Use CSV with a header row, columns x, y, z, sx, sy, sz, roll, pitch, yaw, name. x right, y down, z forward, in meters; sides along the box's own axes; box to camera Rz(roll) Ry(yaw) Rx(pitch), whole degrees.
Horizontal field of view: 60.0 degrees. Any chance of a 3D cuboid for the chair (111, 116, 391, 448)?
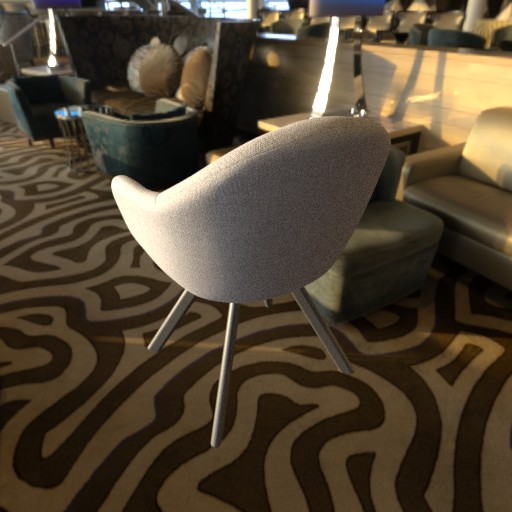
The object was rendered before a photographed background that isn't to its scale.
x,y,z,sx,sy,sz,roll,pitch,yaw,name
0.000,0.000,1.169,0.590,0.795,0.550,-18,35,-28,chair
